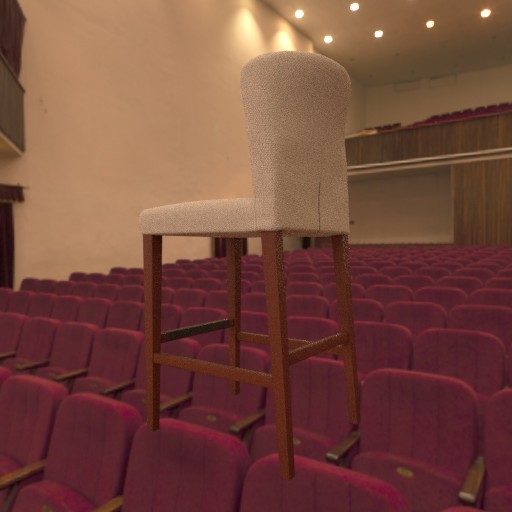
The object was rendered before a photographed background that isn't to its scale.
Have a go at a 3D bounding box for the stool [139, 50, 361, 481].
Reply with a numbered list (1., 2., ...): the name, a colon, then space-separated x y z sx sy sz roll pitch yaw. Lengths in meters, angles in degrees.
1. stool: 0.000 0.000 1.381 0.568 1.069 0.481 1 1 35
